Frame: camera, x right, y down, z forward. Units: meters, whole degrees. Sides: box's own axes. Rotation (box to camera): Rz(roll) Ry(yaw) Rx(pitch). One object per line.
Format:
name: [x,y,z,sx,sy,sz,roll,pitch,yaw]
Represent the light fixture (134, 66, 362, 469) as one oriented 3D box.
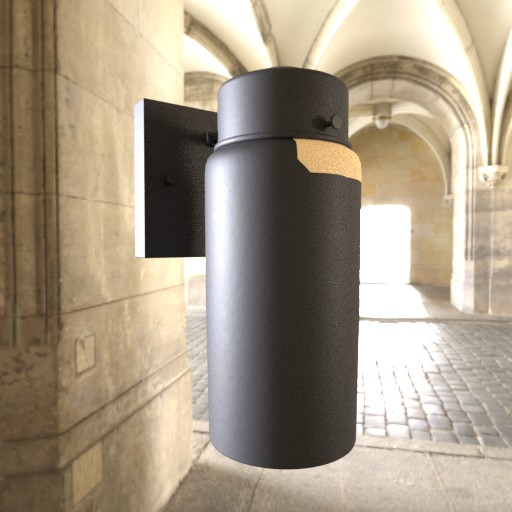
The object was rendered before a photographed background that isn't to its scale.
light fixture: [0.000,0.000,0.346,0.130,0.257,0.176,-1,2,-35]
